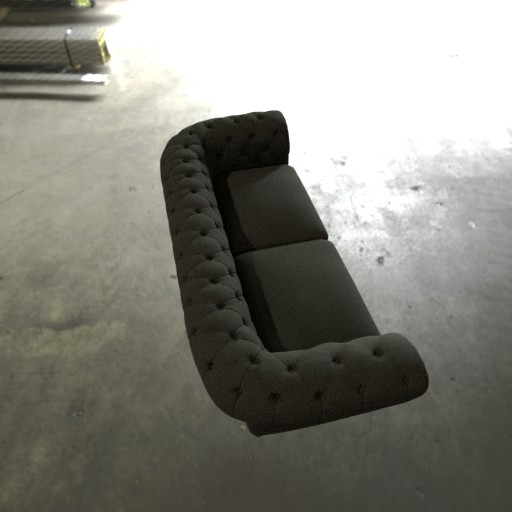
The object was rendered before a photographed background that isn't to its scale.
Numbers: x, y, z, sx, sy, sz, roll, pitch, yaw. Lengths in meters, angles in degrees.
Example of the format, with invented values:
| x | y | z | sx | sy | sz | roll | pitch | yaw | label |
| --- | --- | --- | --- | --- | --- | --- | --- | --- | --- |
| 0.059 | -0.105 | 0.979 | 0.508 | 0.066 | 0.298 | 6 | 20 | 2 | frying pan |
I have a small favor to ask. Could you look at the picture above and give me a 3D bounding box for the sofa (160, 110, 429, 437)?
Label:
| x | y | z | sx | sy | sz | roll | pitch | yaw | label |
| --- | --- | --- | --- | --- | --- | --- | --- | --- | --- |
| 0.000 | 0.000 | 2.774 | 0.991 | 0.762 | 2.362 | -10 | 48 | -9 | sofa |
